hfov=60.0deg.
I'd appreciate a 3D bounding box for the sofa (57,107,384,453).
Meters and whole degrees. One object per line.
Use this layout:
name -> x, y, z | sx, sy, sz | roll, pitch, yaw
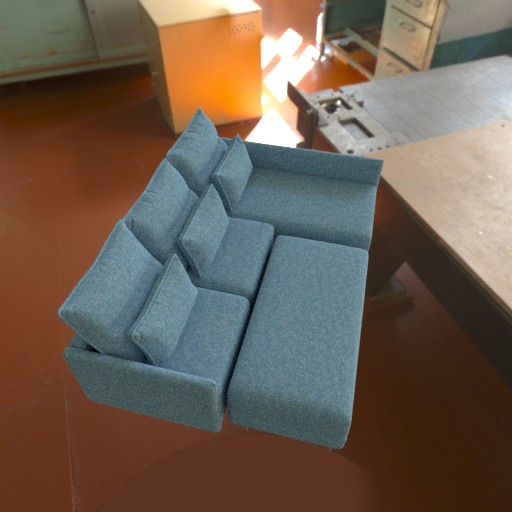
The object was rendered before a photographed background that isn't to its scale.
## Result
sofa -> 0.000, 0.000, 2.798 | 1.420, 0.899, 2.034 | 10, 47, 10
